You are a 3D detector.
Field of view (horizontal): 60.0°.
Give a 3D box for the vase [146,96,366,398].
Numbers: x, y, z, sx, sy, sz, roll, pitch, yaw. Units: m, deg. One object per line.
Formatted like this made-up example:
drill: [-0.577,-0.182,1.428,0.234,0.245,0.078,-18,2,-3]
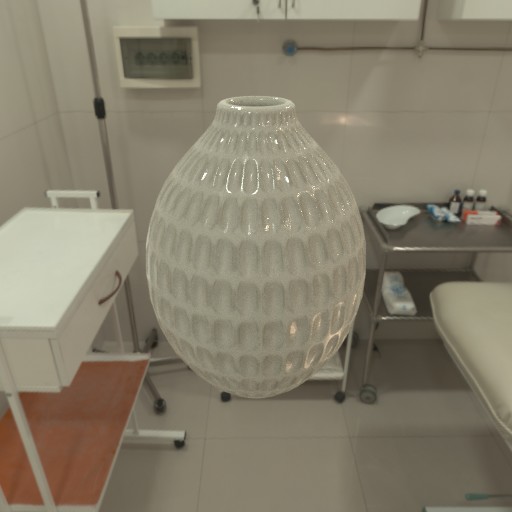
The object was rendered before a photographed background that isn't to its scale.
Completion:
vase: [0.000,0.000,0.334,0.162,0.223,0.162,0,28,0]
